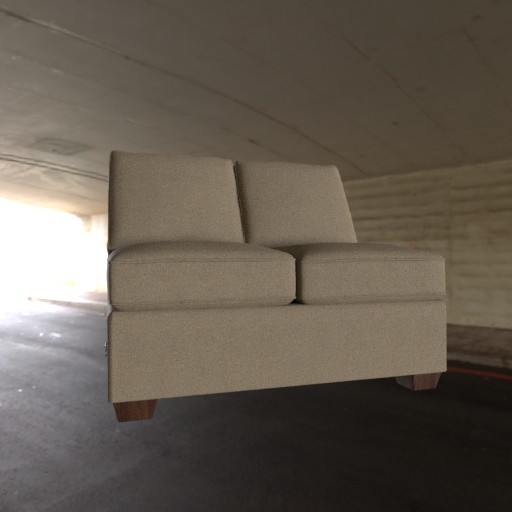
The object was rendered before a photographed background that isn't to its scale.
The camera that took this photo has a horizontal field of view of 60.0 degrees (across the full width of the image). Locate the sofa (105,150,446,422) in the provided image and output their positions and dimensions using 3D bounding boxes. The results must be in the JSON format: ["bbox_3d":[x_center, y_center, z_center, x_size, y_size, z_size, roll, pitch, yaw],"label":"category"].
[{"bbox_3d":[0.000,0.000,1.919,1.232,1.006,0.978,0,0,-18],"label":"sofa"}]
